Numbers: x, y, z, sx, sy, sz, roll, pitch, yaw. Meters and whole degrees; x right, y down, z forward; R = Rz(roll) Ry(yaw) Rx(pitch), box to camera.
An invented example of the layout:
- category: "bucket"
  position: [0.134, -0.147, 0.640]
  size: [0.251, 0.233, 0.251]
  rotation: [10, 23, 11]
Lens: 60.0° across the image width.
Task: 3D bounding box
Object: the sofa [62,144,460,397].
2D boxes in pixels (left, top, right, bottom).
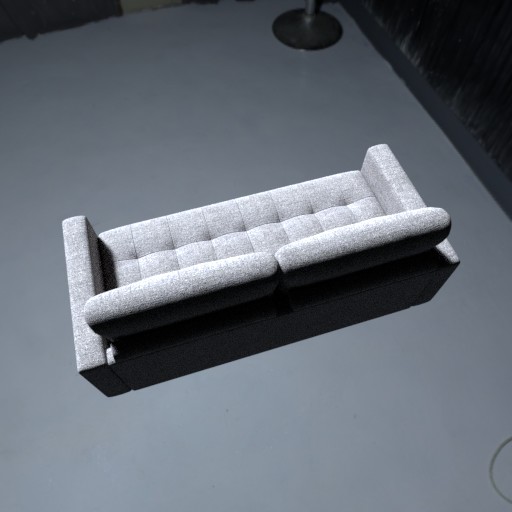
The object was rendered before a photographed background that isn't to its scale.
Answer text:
- category: "sofa"
  position: [0.000, 0.000, 2.320]
  size: [1.821, 0.902, 0.863]
  rotation: [-15, 60, -9]
